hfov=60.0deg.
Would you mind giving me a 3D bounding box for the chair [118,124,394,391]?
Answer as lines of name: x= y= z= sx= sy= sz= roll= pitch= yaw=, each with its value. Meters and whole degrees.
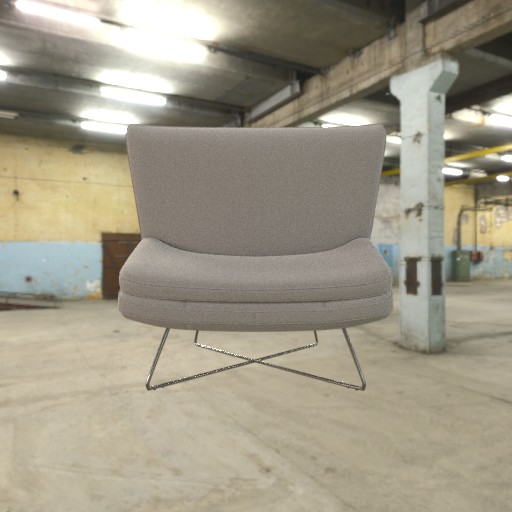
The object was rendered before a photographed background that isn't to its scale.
chair: x=0.000 y=0.000 z=1.673 sx=0.859 sy=0.855 sz=1.008 roll=0 pitch=0 yaw=0
